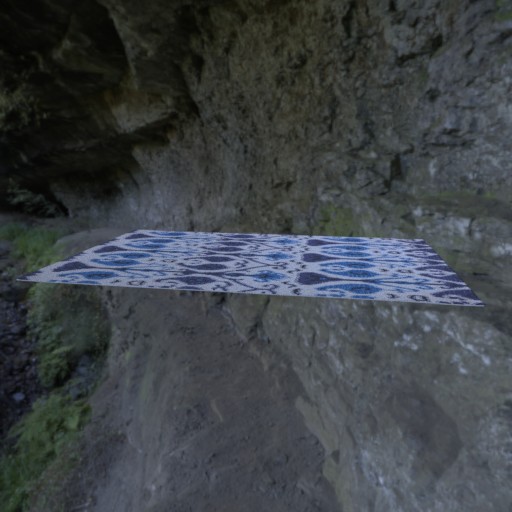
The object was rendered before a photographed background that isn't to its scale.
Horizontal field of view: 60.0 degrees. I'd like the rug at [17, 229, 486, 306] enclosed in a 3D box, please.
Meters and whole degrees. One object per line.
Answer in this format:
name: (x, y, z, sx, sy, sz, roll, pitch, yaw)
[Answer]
rug: (0.000, 0.000, 2.081, 1.698, 0.013, 1.072, 2, 14, 9)
